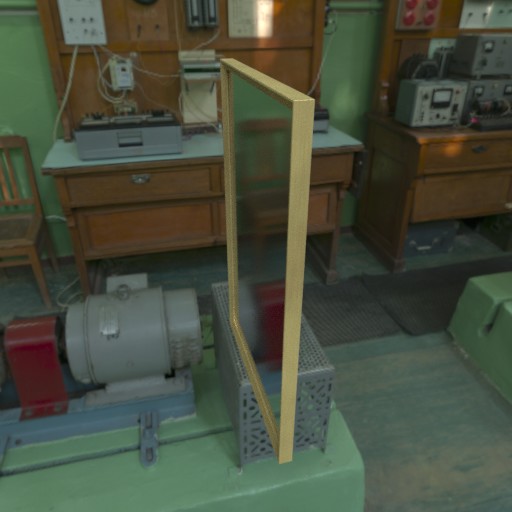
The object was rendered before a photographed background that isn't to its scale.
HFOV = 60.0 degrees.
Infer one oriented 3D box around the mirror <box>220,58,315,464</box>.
[{"bbox_3d":[0.000,0.000,1.192,0.041,0.915,0.609,-8,31,-13],"label":"mirror"}]
